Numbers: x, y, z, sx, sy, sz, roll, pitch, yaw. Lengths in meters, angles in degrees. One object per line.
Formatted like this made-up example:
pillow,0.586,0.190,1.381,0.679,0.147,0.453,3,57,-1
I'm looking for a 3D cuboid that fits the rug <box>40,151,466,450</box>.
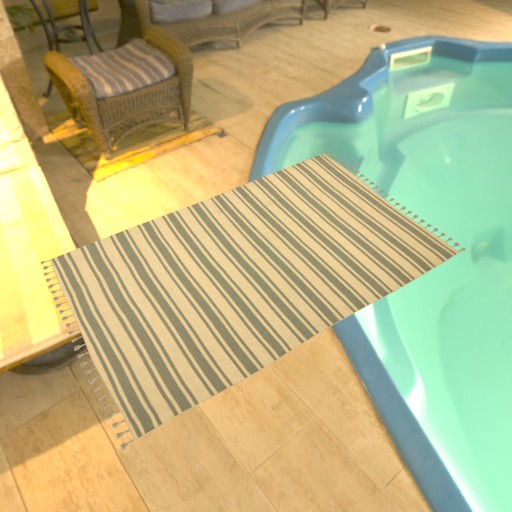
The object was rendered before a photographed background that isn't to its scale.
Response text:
rug,0.000,0.000,2.485,2.084,0.009,1.222,-25,51,-22
